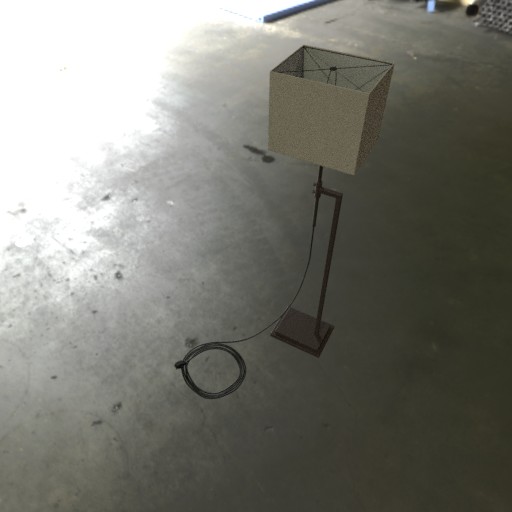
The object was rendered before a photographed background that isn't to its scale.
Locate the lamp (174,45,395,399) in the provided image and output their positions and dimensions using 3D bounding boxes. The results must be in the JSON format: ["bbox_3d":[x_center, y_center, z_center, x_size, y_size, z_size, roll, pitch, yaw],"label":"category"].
[{"bbox_3d":[0.000,0.000,2.017,0.698,1.600,0.774,21,49,20],"label":"lamp"}]
